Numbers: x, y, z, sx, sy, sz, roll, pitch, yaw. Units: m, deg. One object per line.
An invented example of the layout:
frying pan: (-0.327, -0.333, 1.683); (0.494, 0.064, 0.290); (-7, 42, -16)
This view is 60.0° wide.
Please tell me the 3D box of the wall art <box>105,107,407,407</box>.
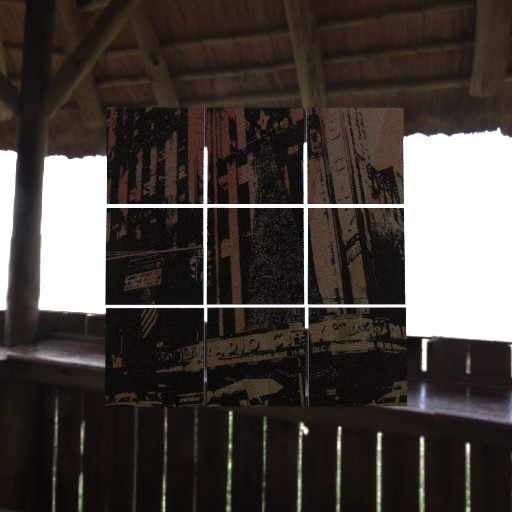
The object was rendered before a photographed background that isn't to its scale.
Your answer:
wall art: (0.000, 0.000, 2.260); (1.527, 1.521, 0.017); (0, -1, 0)
